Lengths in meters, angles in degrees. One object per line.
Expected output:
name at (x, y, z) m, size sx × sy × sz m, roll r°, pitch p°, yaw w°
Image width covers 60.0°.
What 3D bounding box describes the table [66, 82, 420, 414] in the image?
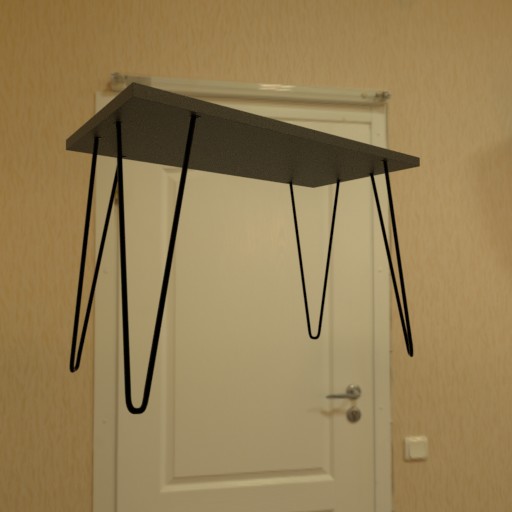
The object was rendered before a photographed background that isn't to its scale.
table at (0.000, 0.000, 1.364) m, size 0.991 × 0.660 × 0.499 m, roll 1°, pitch -2°, yaw -37°
